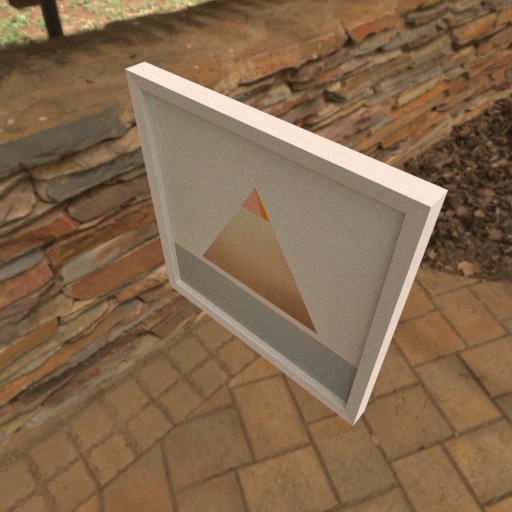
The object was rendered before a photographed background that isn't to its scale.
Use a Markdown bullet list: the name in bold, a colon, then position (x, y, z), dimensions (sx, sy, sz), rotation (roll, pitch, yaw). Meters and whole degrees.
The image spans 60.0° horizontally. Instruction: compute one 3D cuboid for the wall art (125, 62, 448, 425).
- **wall art**: position (0.000, 0.000, 1.919), dimensions (1.289, 1.291, 0.098), rotation (32, 53, 28)
